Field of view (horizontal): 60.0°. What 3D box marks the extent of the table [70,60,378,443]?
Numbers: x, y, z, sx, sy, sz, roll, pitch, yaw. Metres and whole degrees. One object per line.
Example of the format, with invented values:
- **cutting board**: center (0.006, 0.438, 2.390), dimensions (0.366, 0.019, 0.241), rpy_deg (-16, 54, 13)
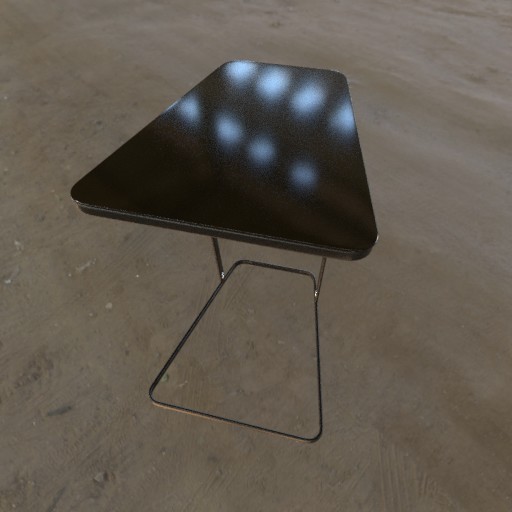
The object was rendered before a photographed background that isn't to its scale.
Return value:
- **table**: center (0.000, 0.000, 0.964), dimensions (0.427, 0.624, 0.500), rpy_deg (10, 47, 10)
